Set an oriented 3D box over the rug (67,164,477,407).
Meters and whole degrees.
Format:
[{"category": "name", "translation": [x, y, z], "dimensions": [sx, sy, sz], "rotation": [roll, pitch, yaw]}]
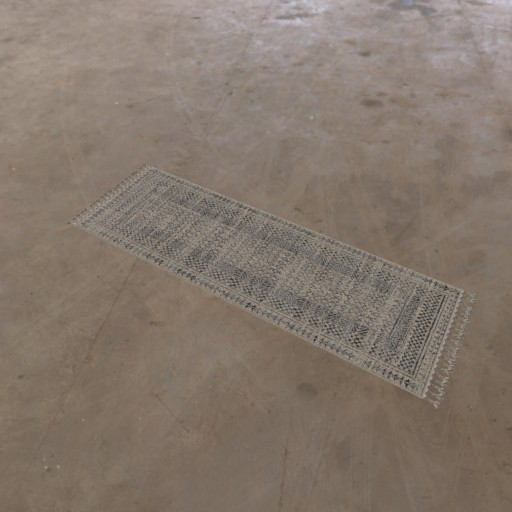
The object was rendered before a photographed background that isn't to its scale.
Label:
[{"category": "rug", "translation": [0.000, 0.000, 2.716], "dimensions": [2.480, 0.013, 0.786], "rotation": [24, 51, 21]}]
